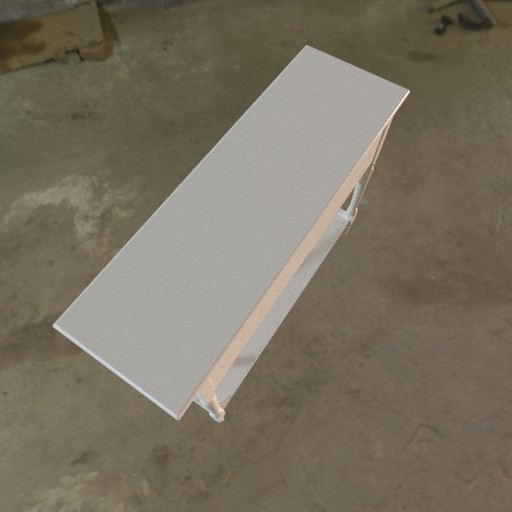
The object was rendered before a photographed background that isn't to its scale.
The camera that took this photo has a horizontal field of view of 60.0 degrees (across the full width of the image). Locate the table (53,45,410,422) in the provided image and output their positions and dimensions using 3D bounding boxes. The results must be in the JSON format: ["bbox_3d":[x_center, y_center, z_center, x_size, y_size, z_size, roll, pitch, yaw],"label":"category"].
[{"bbox_3d":[0.000,0.000,1.597,0.386,0.814,1.191,31,68,14],"label":"table"}]
